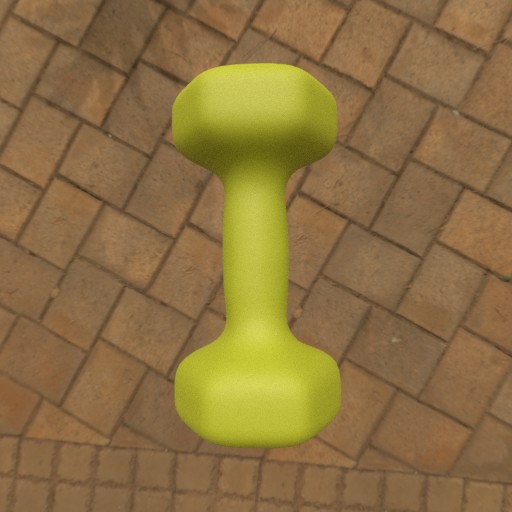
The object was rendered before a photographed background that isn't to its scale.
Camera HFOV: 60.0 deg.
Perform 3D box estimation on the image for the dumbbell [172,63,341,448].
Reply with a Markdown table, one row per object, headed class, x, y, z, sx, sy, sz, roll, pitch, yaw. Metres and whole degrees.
| class | x | y | z | sx | sy | sz | roll | pitch | yaw |
| --- | --- | --- | --- | --- | --- | --- | --- | --- | --- |
| dumbbell | 0.000 | 0.000 | 0.209 | 0.080 | 0.072 | 0.164 | 0 | 89 | 2 |
